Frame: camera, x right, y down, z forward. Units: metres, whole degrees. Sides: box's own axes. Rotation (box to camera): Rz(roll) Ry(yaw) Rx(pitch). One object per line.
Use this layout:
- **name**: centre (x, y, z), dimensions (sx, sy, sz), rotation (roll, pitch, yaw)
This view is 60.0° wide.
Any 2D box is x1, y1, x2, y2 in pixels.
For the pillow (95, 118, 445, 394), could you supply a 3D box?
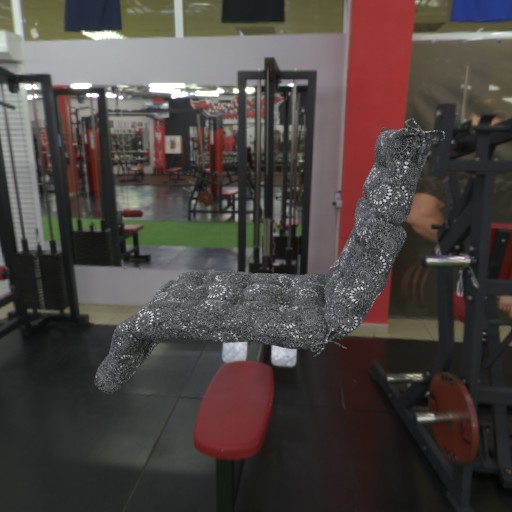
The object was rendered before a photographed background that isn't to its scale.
- **pillow**: centre (0.000, 0.000, 1.492), dimensions (1.016, 0.863, 0.526), rotation (2, 15, 9)
